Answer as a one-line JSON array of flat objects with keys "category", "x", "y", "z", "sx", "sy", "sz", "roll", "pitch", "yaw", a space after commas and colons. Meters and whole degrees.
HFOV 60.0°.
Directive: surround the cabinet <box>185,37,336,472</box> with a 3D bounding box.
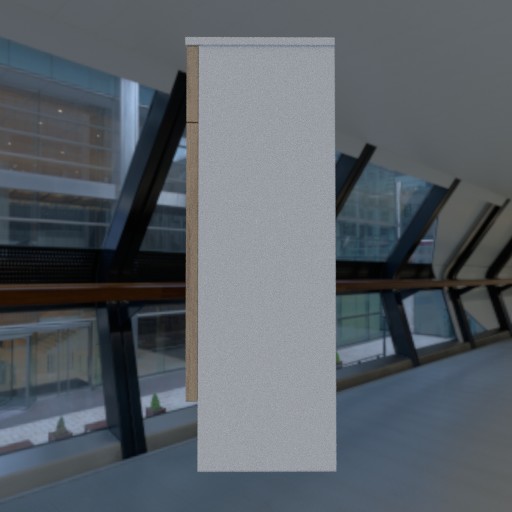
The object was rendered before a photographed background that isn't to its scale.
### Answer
[{"category": "cabinet", "x": 0.000, "y": 0.000, "z": 1.130, "sx": 0.296, "sy": 0.815, "sz": 0.600, "roll": 0, "pitch": -1, "yaw": 0}]
